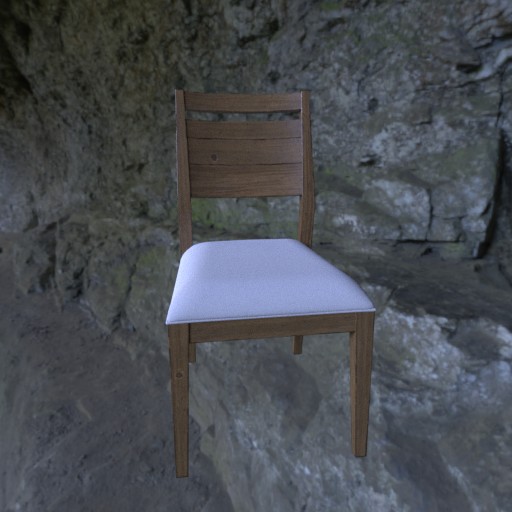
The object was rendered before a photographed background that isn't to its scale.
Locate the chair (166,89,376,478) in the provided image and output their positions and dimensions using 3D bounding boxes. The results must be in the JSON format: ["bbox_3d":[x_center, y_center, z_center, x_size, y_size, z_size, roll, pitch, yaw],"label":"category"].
[{"bbox_3d":[0.000,0.000,1.283,0.497,0.939,0.610,-2,16,-8],"label":"chair"}]
